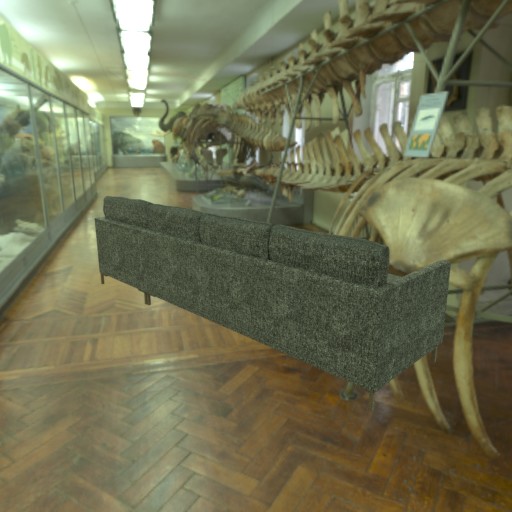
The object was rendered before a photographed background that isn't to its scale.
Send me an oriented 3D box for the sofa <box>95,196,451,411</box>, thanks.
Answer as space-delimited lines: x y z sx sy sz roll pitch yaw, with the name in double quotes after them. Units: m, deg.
0.000 0.000 4.082 1.488 0.970 3.384 -14 20 -43 "sofa"
